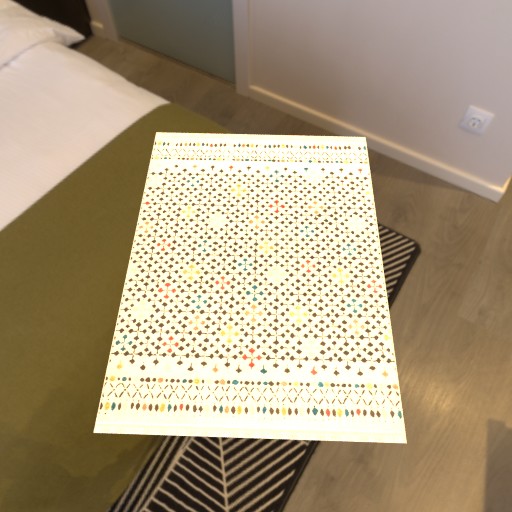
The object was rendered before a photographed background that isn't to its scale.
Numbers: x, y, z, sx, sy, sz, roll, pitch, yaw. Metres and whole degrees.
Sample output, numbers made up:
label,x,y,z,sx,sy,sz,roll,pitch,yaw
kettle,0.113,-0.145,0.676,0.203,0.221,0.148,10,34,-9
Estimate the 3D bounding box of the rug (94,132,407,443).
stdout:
label,x,y,z,sx,sy,sz,roll,pitch,yaw
rug,0.000,0.000,2.026,1.146,0.006,1.556,2,59,1
